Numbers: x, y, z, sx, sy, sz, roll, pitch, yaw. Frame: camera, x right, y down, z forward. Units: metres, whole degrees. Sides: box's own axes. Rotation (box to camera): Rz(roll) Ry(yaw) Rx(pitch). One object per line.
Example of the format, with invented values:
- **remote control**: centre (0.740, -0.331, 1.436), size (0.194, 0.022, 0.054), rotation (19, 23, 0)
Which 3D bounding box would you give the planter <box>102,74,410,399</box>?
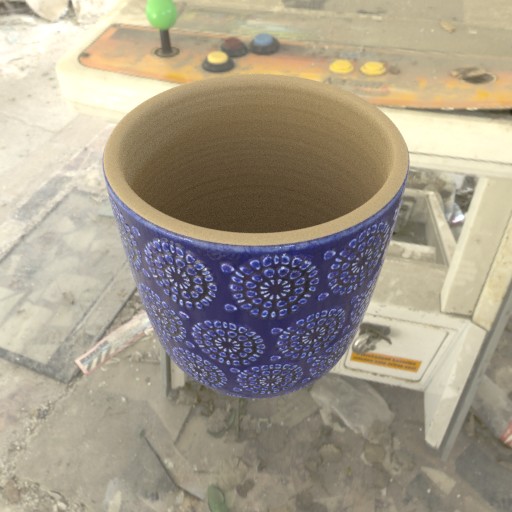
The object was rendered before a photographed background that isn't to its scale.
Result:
- **planter**: centre (0.000, 0.000, 0.341), size (0.184, 0.206, 0.184), rotation (0, 46, 0)
